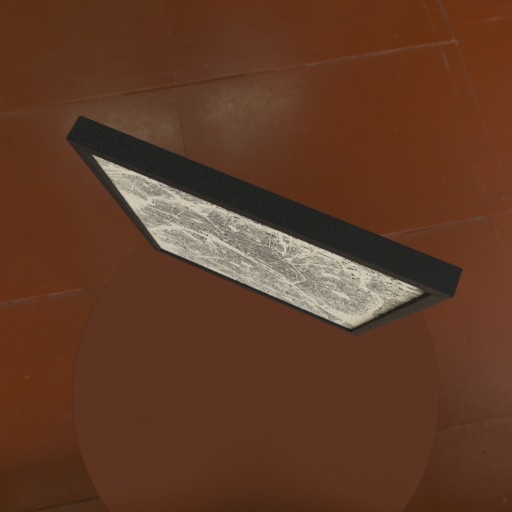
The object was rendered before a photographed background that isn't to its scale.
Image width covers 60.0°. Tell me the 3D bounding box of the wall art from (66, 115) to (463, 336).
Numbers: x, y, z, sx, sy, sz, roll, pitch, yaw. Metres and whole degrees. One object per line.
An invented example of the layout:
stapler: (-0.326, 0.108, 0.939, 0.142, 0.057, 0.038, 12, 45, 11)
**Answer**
wall art: (0.000, 0.000, 0.780, 0.508, 0.508, 0.037, 23, 76, 6)
